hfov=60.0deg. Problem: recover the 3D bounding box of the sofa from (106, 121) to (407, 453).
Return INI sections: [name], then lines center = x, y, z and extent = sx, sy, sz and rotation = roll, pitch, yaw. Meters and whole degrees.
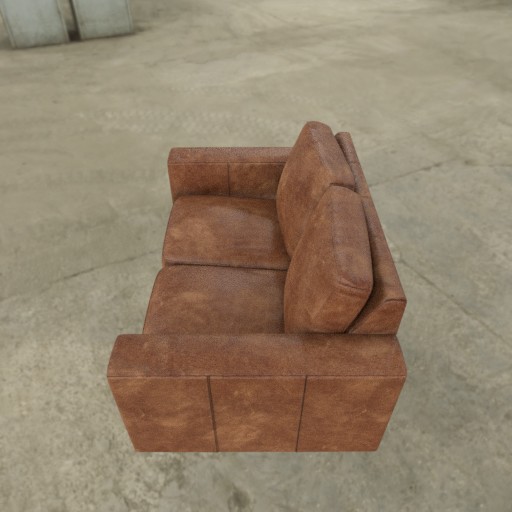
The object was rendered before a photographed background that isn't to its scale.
[sofa]
center = 0.000, 0.000, 2.216
extent = 1.041, 0.889, 1.626
rotation = 0, 42, 0
